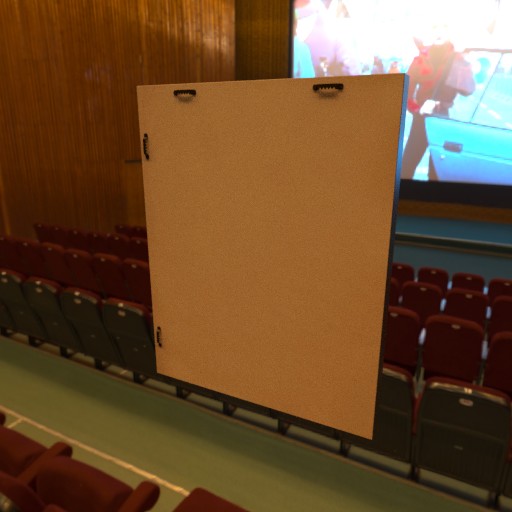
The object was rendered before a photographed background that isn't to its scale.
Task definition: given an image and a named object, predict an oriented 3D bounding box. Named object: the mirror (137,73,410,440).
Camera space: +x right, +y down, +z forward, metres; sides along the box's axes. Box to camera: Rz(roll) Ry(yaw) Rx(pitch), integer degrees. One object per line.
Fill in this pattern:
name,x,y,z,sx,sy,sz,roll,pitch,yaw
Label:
mirror,0.000,0.000,0.689,0.405,0.508,0.041,8,19,26
